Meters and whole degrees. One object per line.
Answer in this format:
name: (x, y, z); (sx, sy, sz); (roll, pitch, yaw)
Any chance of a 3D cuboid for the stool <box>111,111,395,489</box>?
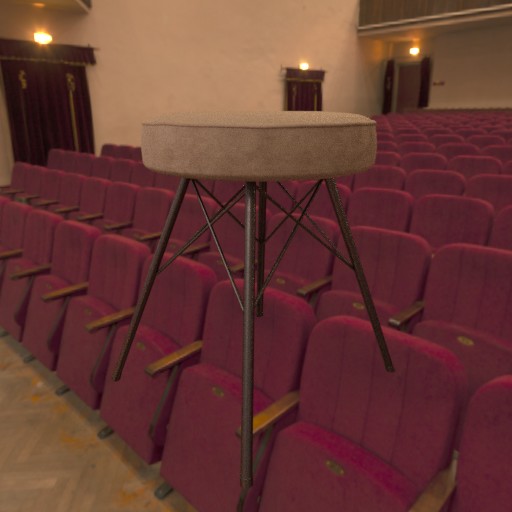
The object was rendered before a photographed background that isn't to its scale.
stool: (0.000, 0.000, 0.868); (0.423, 0.538, 0.457); (17, 24, 42)
